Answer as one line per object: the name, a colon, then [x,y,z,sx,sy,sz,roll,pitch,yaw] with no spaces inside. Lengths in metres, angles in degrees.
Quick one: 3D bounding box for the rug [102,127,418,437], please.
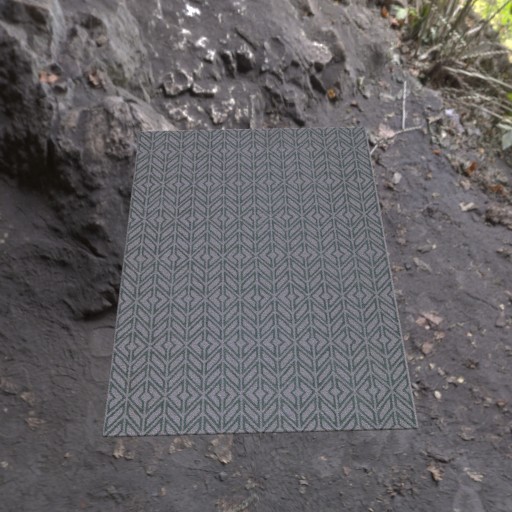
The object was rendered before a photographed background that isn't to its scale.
rug: [0.000,0.000,4.091,2.441,0.017,3.050,-1,64,-1]
